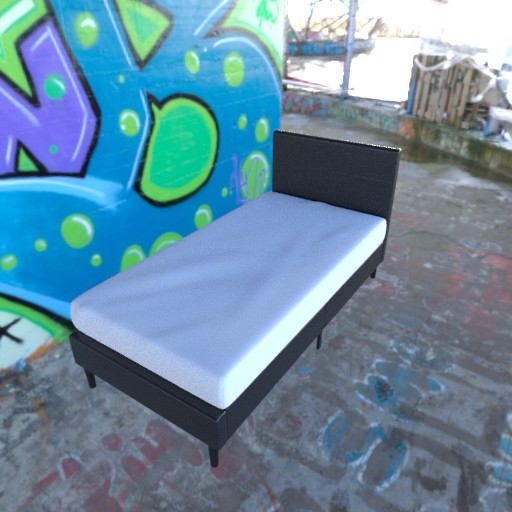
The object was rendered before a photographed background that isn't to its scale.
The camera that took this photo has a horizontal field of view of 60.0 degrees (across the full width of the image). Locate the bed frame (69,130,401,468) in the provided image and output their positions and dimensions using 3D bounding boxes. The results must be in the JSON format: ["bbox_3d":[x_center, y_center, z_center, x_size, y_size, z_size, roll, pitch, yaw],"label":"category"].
[{"bbox_3d":[0.000,0.000,2.653,1.038,1.046,2.152,18,34,29],"label":"bed frame"}]
